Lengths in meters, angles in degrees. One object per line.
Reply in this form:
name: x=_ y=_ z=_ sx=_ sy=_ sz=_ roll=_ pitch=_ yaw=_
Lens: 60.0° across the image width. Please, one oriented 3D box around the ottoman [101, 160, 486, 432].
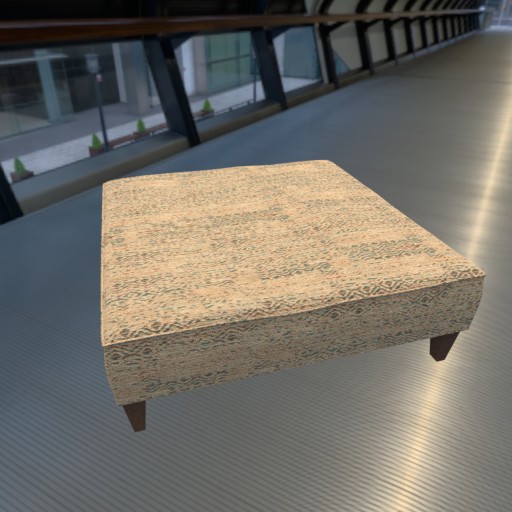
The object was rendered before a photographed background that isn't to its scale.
ottoman: x=0.000 y=0.000 z=1.512 sx=0.968 sy=0.356 sz=1.004 roll=-8 pitch=31 yaw=-14
